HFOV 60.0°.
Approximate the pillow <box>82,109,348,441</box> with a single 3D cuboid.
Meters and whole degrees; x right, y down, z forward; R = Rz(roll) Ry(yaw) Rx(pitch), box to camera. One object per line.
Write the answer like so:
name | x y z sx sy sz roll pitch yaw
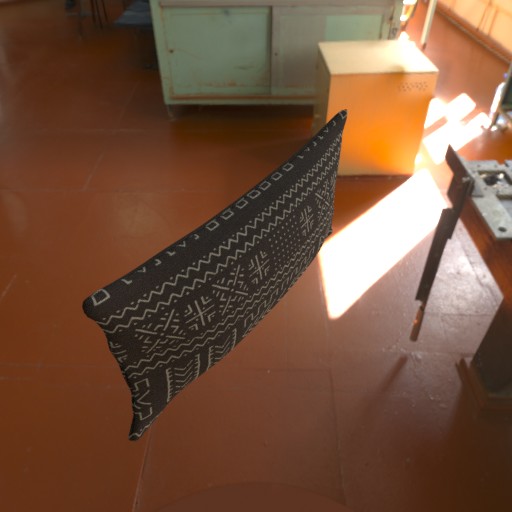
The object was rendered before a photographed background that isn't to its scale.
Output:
pillow | 0.000 0.000 0.800 0.135 0.322 0.667 25 47 26
